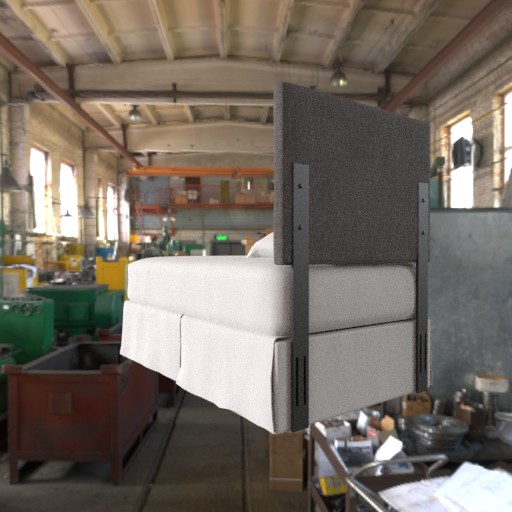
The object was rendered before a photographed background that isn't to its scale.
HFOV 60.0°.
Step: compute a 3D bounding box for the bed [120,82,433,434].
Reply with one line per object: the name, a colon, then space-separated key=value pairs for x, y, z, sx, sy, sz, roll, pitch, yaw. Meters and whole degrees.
bed: x=0.000 y=0.000 z=3.078 sx=1.261 sy=1.571 sz=1.997 roll=0 pitch=1 yaw=-36
